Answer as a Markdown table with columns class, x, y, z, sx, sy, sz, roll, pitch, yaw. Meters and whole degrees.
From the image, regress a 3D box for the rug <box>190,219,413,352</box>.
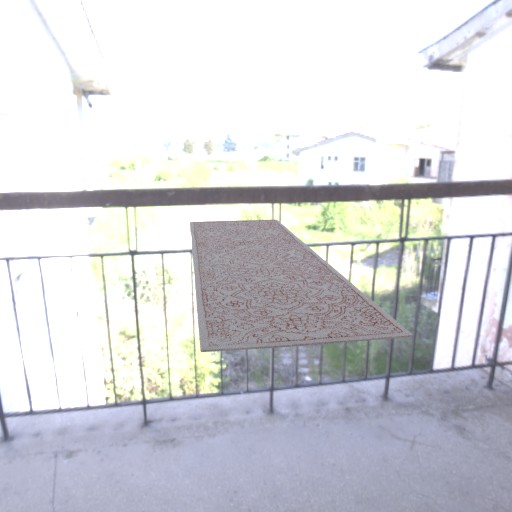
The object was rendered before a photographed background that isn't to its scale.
| class | x | y | z | sx | sy | sz | roll | pitch | yaw |
| --- | --- | --- | --- | --- | --- | --- | --- | --- | --- |
| rug | 0.000 | 0.000 | 2.707 | 0.769 | 0.012 | 2.448 | -2 | 15 | -9 |
